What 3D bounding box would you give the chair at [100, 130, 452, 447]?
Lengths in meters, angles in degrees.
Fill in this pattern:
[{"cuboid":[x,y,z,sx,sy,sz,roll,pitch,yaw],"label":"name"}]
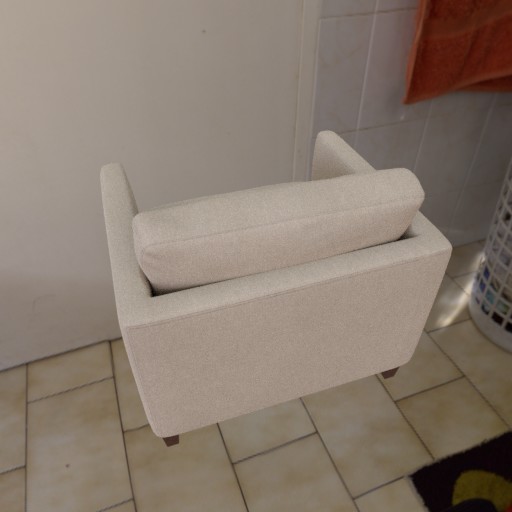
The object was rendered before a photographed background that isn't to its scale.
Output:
[{"cuboid":[0.000,0.000,1.833,1.107,0.961,0.959,-12,43,-14],"label":"chair"}]
